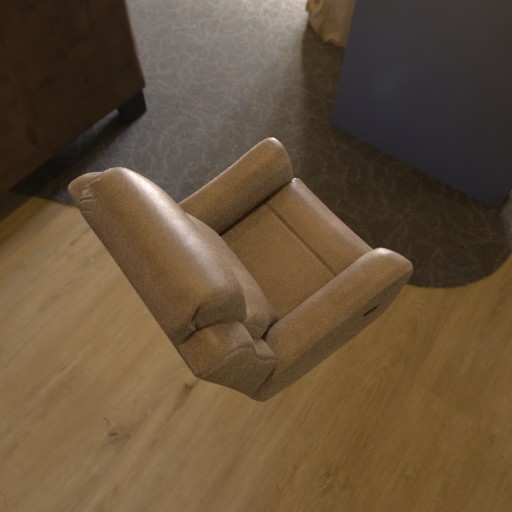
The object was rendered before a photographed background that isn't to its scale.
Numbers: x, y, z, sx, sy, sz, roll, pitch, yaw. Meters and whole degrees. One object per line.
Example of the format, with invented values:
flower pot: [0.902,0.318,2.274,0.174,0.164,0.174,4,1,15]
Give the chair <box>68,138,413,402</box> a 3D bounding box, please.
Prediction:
chair: [0.000,0.000,1.937,1.068,1.116,0.965,-33,64,-18]
